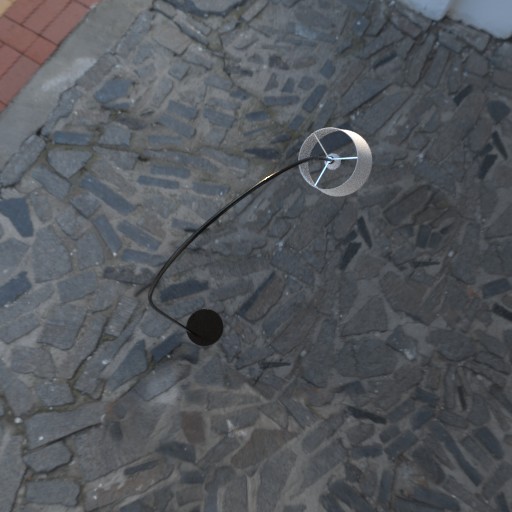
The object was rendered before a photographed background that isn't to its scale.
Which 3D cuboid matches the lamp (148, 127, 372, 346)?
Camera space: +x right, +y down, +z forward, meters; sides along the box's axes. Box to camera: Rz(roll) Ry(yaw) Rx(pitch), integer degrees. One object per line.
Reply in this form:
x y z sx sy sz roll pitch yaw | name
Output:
0.000 0.000 2.687 1.363 2.104 0.331 -38 79 -9 | lamp
